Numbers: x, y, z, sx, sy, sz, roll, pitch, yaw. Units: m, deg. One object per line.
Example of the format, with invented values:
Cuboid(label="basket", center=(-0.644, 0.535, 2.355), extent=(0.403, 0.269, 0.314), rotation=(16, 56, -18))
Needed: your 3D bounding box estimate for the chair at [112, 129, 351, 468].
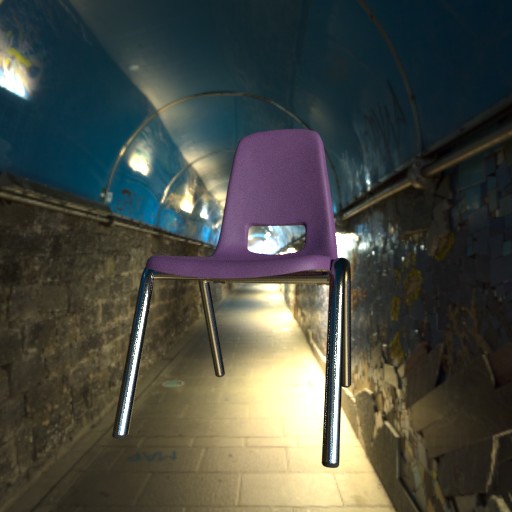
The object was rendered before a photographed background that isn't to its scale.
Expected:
Cuboid(label="chair", center=(0.000, 0.000, 0.846), extent=(0.356, 0.584, 0.419), rotation=(0, 0, 17))
